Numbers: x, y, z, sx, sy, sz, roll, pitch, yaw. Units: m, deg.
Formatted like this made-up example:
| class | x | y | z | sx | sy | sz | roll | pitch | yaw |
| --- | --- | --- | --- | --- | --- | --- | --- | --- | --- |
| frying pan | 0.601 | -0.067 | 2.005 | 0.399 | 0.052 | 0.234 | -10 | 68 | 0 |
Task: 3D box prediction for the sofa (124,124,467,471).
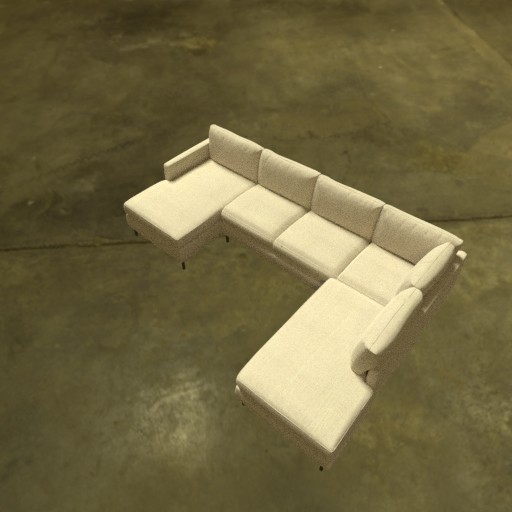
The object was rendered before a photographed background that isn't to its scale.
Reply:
| class | x | y | z | sx | sy | sz | roll | pitch | yaw |
| --- | --- | --- | --- | --- | --- | --- | --- | --- | --- |
| sofa | 0.000 | 0.000 | 3.627 | 2.737 | 0.756 | 1.879 | 32 | 54 | 27 |
